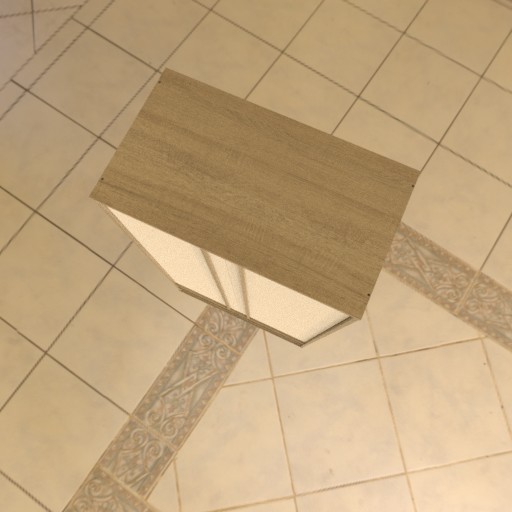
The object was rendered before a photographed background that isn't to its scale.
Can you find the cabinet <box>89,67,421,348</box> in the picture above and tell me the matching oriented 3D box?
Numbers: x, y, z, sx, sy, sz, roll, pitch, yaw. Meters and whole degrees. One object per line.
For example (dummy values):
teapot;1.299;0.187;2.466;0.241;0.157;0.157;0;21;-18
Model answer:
cabinet;0.000;0.000;2.506;1.006;1.999;0.571;24;77;6
